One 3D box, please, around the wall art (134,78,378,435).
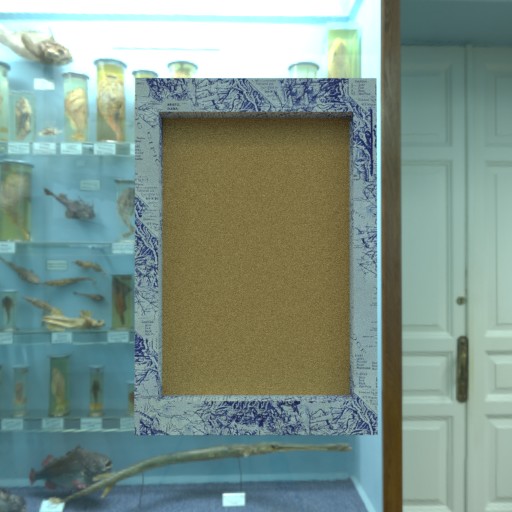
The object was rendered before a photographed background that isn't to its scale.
[{"bbox_3d":[0.000,0.000,0.478,0.255,0.376,0.025,0,-1,0],"label":"wall art"}]
